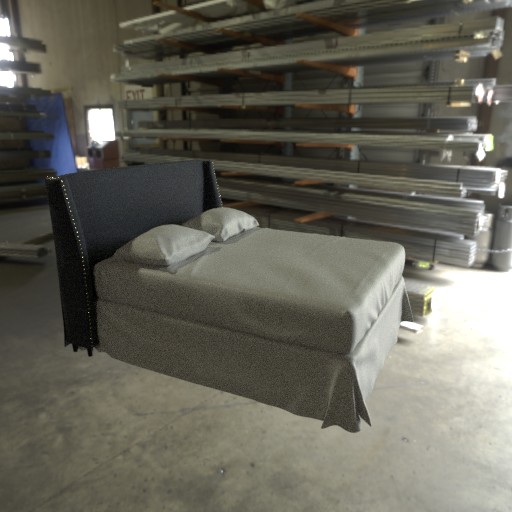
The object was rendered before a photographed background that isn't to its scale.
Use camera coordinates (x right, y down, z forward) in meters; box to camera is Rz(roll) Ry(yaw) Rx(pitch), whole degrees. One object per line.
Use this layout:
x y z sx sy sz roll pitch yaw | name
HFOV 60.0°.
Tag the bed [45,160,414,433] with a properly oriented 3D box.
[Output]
0.000 0.000 3.483 2.276 1.332 1.925 8 18 26 | bed
